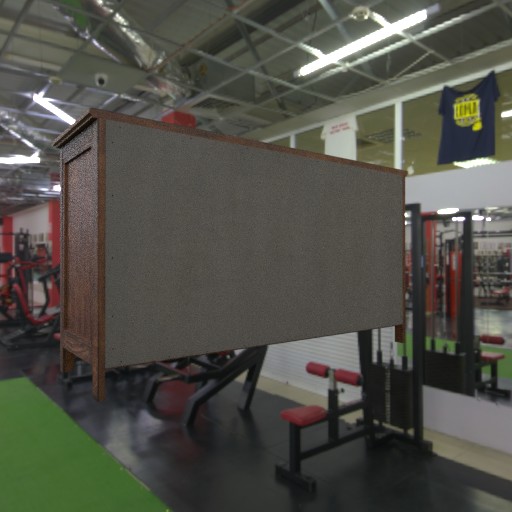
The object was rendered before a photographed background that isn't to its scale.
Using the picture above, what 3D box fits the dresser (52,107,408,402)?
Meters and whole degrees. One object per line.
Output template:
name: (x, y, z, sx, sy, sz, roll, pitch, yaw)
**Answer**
dresser: (0.000, 0.000, 1.925, 1.551, 0.856, 0.463, 0, 0, -37)
